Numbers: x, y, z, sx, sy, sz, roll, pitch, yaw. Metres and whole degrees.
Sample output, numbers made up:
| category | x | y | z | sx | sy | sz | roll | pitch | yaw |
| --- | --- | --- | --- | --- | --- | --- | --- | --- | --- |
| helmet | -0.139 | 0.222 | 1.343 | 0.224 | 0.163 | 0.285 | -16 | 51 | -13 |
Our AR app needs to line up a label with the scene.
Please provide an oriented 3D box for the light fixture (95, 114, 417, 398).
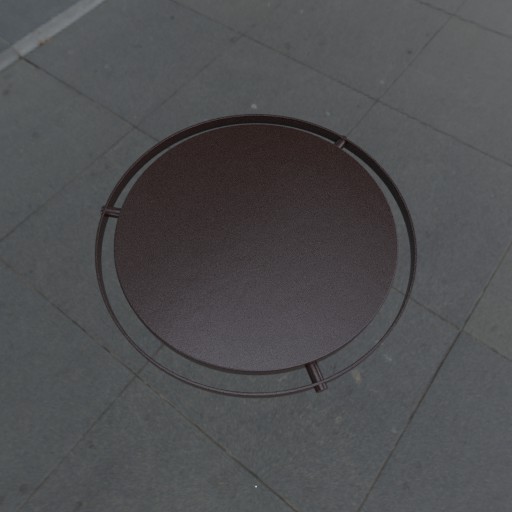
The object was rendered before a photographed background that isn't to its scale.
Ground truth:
| category | x | y | z | sx | sy | sz | roll | pitch | yaw |
| --- | --- | --- | --- | --- | --- | --- | --- | --- | --- |
| light fixture | 0.000 | 0.000 | 0.556 | 0.361 | 0.130 | 0.361 | 0 | 63 | 0 |
